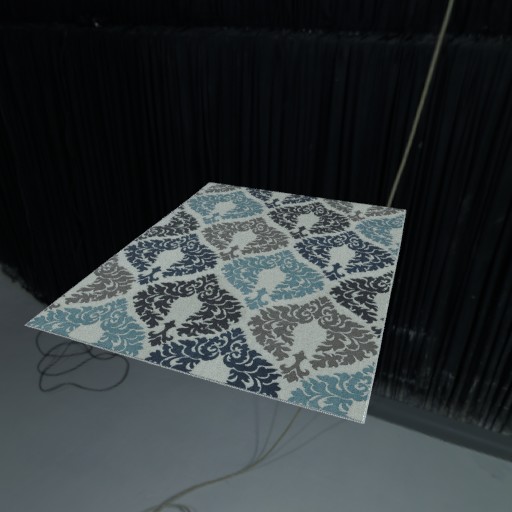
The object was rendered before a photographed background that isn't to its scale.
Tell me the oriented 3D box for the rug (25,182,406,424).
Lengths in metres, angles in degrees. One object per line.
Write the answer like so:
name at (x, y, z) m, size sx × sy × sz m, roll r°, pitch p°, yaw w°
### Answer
rug at (0.000, 0.000, 4.035) m, size 2.423 × 0.014 × 3.040 m, roll 11°, pitch 32°, yaw 18°
